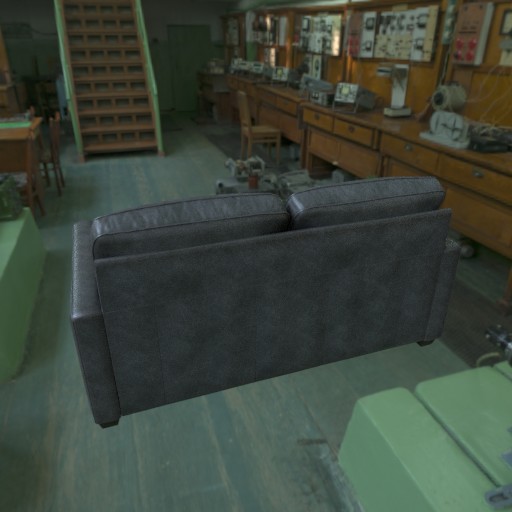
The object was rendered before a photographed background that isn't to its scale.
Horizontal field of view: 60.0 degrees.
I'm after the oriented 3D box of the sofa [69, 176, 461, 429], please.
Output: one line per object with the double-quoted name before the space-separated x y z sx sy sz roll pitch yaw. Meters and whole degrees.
"sofa" 0.000 0.000 2.237 1.732 0.916 0.939 -9 28 -18
